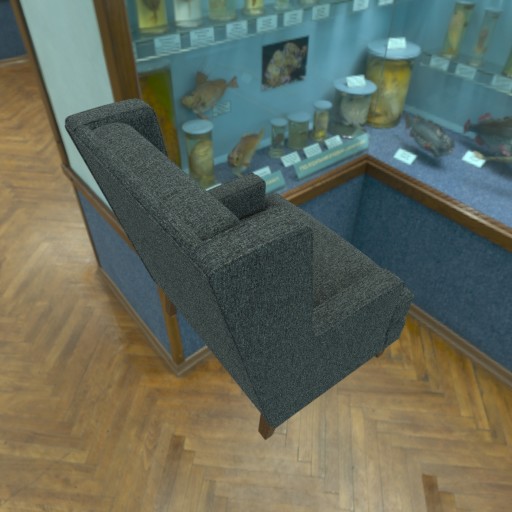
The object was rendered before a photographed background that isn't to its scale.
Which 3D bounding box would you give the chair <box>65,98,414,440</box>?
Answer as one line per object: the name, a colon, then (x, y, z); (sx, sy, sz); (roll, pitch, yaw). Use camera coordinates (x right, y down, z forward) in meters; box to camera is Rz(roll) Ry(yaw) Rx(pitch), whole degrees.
chair: (0.000, 0.000, 1.760); (0.927, 1.082, 0.942); (-26, 48, -26)
